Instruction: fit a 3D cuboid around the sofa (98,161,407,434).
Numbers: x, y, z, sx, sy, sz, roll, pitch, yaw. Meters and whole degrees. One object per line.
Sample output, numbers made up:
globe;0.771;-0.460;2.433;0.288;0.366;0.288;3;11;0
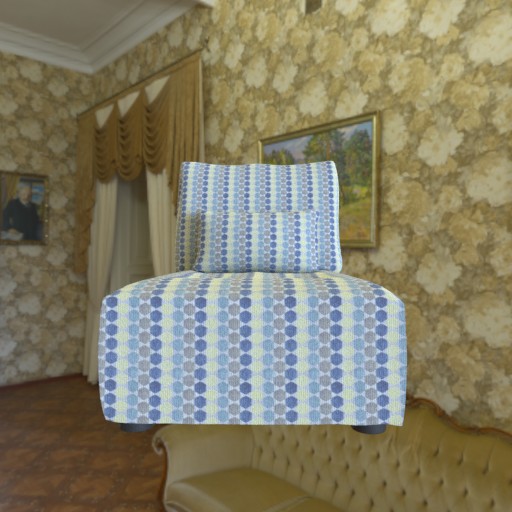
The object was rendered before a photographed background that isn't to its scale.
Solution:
sofa;0.000;0.000;1.500;0.700;0.820;1.000;0;0;1
